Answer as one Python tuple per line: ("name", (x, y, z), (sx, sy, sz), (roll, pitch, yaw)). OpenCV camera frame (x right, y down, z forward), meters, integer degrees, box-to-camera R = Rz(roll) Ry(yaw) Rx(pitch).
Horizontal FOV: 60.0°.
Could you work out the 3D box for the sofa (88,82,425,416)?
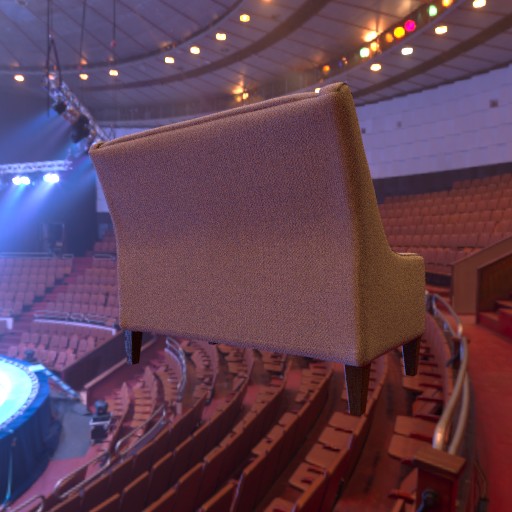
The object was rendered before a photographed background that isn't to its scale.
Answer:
("sofa", (0.000, 0.000, 1.948), (1.242, 1.022, 0.870), (0, 0, 36))
